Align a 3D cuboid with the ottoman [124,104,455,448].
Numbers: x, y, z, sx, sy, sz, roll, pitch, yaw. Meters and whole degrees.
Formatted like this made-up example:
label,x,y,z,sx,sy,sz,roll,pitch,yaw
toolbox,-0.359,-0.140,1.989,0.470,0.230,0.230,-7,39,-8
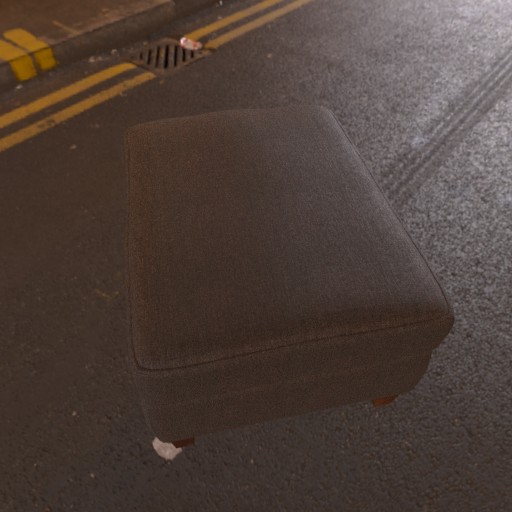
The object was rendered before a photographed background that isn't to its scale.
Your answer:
label,x,y,z,sx,sy,sz,roll,pitch,yaw
ottoman,0.000,0.000,1.193,0.639,0.496,0.826,-9,48,-8
